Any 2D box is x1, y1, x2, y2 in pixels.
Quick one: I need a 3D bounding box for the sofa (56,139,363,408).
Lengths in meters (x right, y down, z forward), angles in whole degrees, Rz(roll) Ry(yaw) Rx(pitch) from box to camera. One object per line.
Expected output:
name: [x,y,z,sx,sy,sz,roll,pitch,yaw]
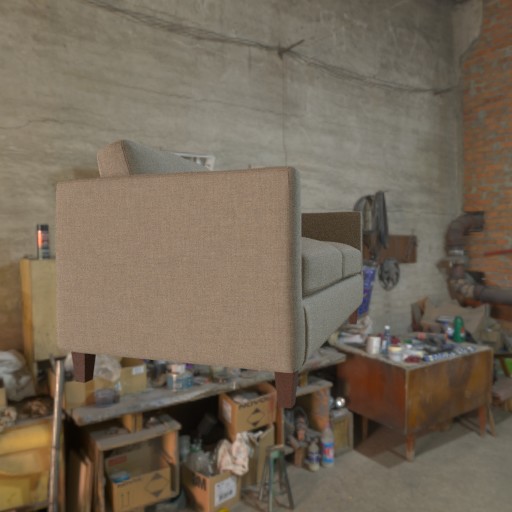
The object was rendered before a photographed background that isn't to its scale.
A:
sofa: [0.000,0.000,2.356,0.951,0.947,1.884,0,1,20]
